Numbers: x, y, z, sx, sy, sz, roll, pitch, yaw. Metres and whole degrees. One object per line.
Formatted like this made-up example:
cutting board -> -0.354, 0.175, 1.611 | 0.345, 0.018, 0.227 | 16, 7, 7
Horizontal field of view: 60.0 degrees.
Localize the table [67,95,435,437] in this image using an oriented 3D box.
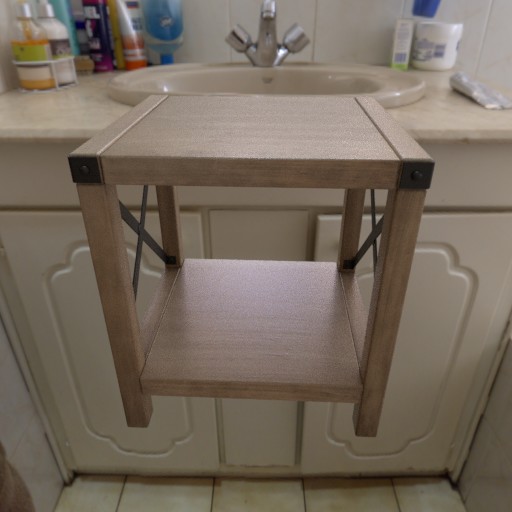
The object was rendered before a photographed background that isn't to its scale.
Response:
table -> 0.000, 0.000, 0.924 | 0.510, 0.561, 0.459 | 1, 30, 2
